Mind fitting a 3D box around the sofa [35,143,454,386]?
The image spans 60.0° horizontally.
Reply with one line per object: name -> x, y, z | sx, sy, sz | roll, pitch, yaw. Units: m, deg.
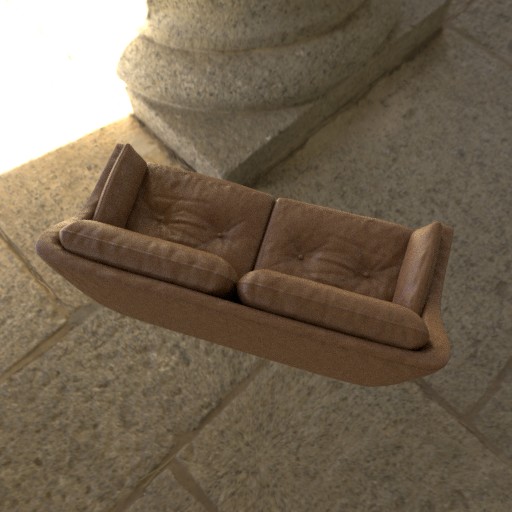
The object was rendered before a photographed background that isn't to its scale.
sofa -> 0.000, 0.000, 2.322 | 1.902, 0.839, 0.904 | 15, 67, 7
